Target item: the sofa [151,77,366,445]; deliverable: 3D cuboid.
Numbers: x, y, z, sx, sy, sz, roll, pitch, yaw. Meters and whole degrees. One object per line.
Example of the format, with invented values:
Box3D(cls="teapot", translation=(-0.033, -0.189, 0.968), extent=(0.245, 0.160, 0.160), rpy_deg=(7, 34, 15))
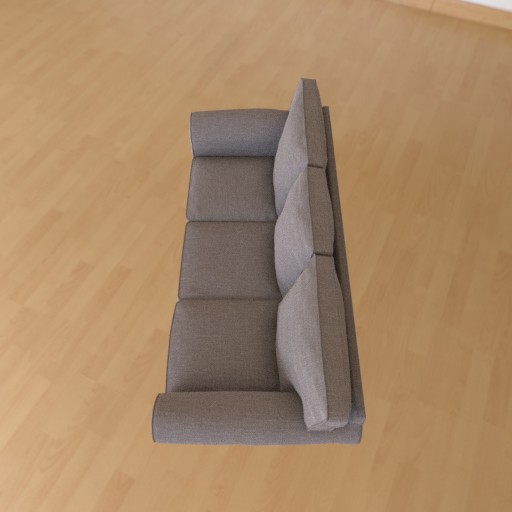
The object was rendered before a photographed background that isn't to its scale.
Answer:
Box3D(cls="sofa", translation=(0.000, 0.000, 2.559), extent=(0.916, 0.961, 2.084), rpy_deg=(0, 58, 0))
